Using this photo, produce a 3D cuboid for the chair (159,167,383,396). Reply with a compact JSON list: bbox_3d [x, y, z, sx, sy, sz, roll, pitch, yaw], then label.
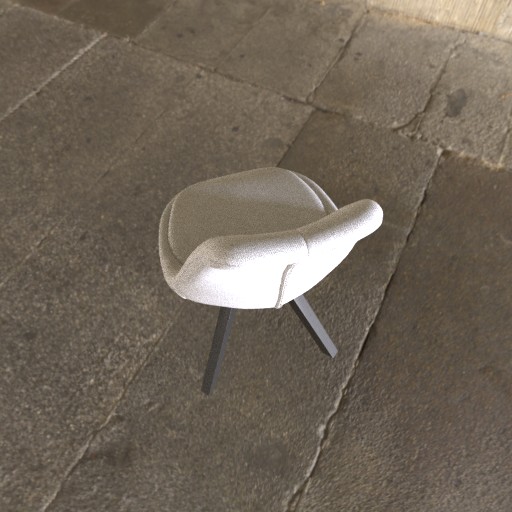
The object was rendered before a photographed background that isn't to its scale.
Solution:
[{"bbox_3d":[0.000,0.000,1.181,0.485,0.850,0.550,-15,58,-10],"label":"chair"}]
